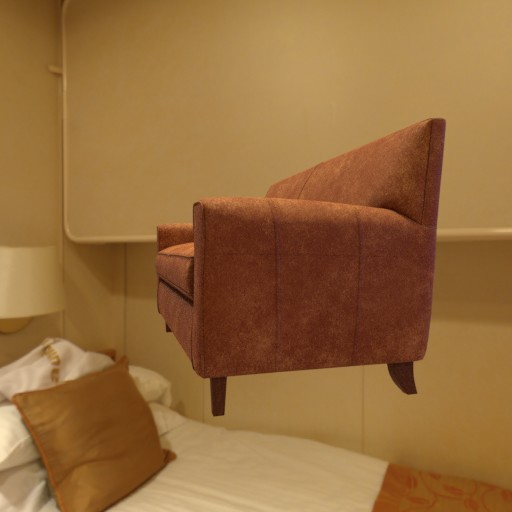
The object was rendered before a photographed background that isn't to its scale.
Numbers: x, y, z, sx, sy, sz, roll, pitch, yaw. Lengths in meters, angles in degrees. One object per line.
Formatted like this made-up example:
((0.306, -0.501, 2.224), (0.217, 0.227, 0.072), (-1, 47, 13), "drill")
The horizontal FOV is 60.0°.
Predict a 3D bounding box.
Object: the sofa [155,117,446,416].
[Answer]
((0.000, 0.000, 1.956), (0.787, 0.871, 1.473), (0, 1, -17), "sofa")
